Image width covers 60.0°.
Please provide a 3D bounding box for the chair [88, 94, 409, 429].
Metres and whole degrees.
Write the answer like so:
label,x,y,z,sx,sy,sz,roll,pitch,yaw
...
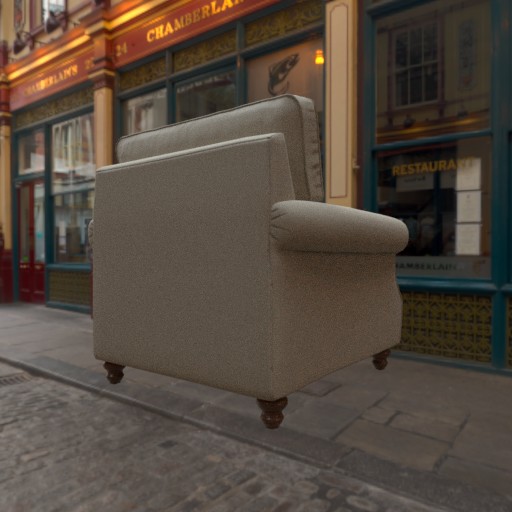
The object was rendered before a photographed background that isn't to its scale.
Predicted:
label,x,y,z,sx,sy,sz,roll,pitch,yaw
chair,0.000,0.000,1.782,1.029,0.967,0.966,0,0,37
